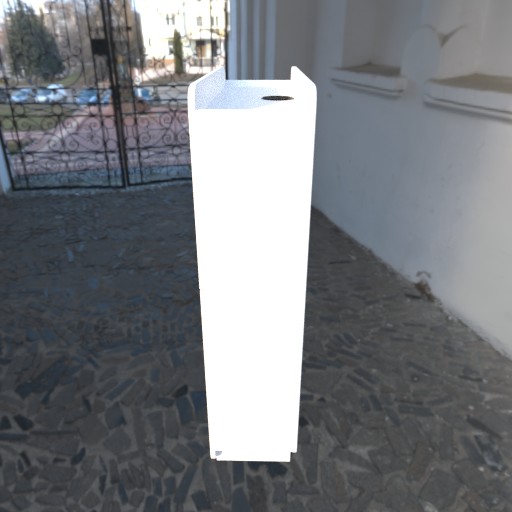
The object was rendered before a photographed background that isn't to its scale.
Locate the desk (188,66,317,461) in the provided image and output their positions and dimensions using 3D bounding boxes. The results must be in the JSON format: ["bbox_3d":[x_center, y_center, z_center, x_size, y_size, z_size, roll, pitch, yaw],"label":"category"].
[{"bbox_3d":[0.000,0.000,1.555,0.278,1.190,0.795,1,26,1],"label":"desk"}]
